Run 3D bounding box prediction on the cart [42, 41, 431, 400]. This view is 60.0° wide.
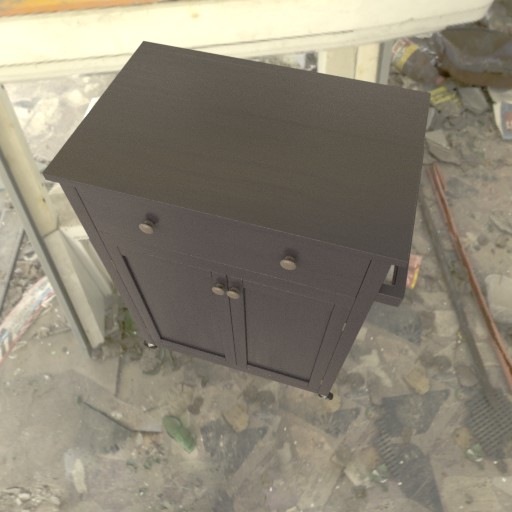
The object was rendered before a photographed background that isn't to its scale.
[{"bbox_3d":[0.000,0.000,1.231,0.690,0.878,0.449,14,58,9],"label":"cart"}]
